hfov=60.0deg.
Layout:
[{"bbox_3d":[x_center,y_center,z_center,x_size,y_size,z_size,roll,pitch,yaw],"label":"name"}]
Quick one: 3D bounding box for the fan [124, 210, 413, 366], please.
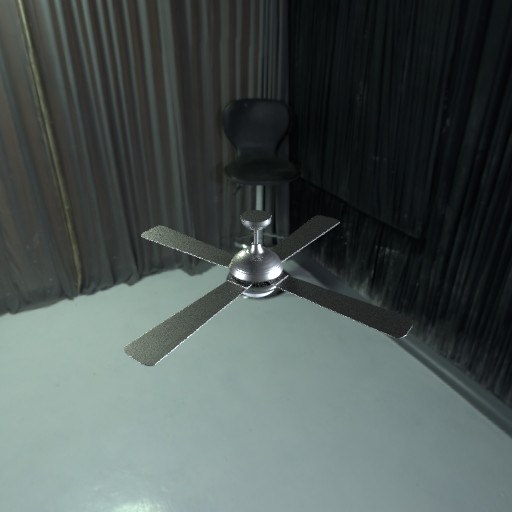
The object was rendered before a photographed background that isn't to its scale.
[{"bbox_3d":[0.000,0.000,1.927,1.321,0.381,1.321,-18,35,-28],"label":"fan"}]
